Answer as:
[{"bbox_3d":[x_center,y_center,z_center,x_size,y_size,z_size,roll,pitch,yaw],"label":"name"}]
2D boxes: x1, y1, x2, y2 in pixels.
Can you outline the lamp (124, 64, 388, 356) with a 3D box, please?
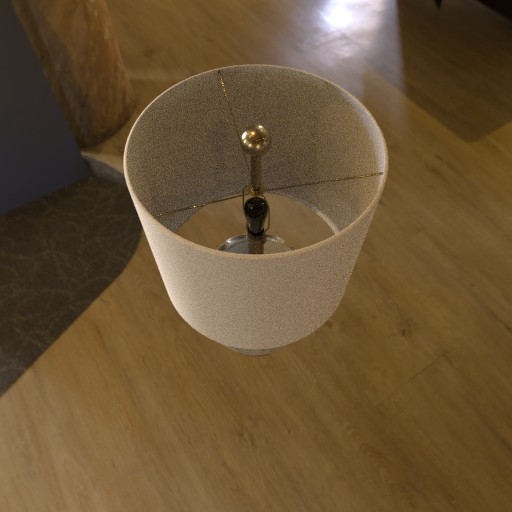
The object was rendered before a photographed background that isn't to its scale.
[{"bbox_3d":[0.000,0.000,0.603,0.254,0.452,0.254,0,59,0],"label":"lamp"}]
